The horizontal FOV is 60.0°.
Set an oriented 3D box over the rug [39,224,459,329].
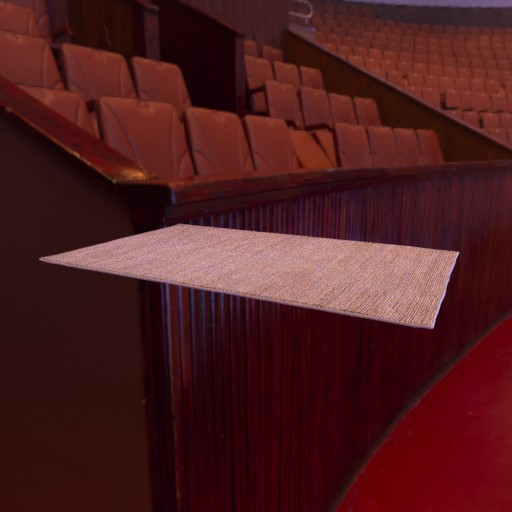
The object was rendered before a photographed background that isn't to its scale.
[{"bbox_3d":[0.000,0.000,3.022,2.438,0.034,1.521,7,16,27],"label":"rug"}]
